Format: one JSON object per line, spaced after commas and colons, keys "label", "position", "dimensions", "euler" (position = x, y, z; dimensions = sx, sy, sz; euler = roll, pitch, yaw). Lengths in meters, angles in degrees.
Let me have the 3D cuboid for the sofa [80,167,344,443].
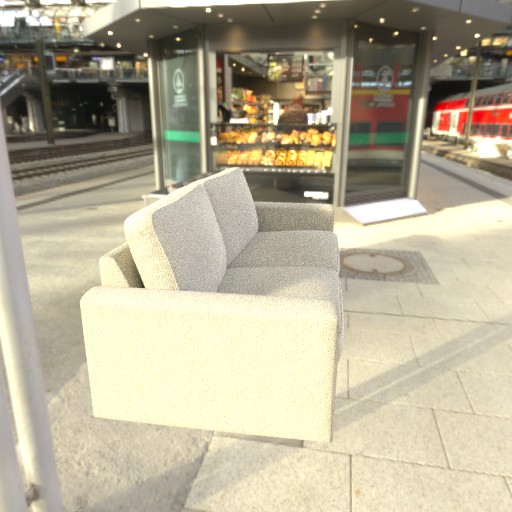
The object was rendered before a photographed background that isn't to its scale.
{"label": "sofa", "position": [0.000, 0.000, 2.663], "dimensions": [1.016, 0.873, 2.179], "euler": [3, 17, 9]}
